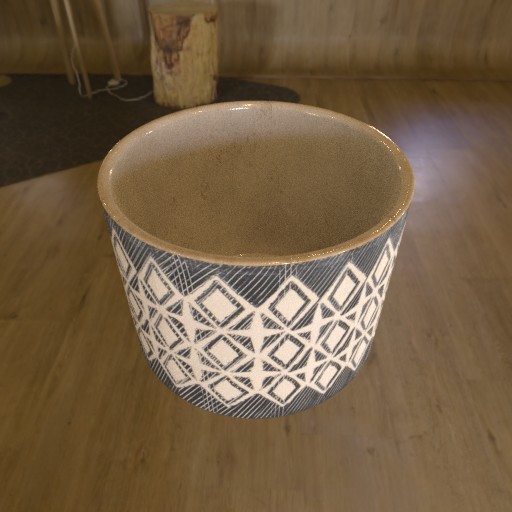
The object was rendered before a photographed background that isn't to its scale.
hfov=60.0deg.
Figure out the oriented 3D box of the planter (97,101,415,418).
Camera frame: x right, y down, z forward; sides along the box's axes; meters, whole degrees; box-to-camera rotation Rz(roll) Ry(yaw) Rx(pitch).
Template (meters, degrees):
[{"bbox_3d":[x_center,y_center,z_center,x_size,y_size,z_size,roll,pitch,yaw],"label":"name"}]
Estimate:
[{"bbox_3d":[0.000,0.000,0.217,0.126,0.104,0.126,0,41,0],"label":"planter"}]
